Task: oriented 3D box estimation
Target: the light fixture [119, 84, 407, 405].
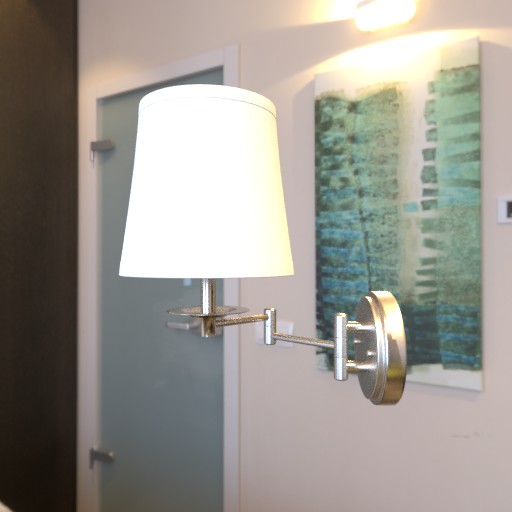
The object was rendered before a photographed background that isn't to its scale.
[{"bbox_3d":[0.000,0.000,0.579,0.348,0.381,0.223,0,0,1],"label":"light fixture"}]
